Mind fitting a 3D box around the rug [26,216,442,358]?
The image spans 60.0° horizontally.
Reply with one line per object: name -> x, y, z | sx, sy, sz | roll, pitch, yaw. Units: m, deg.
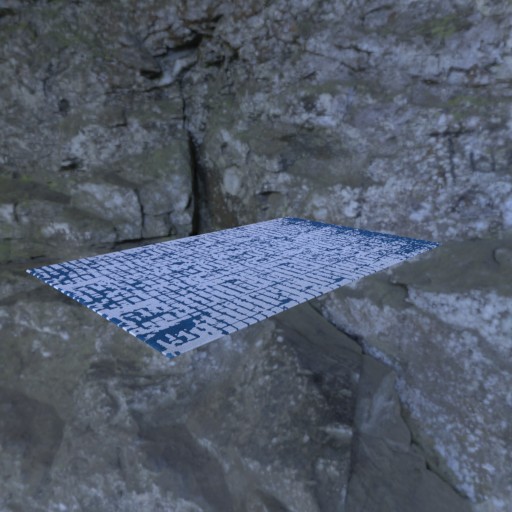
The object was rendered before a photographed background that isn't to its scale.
rug -> 0.000, 0.000, 3.007 | 1.517, 0.011, 2.435 | 15, 22, 43
